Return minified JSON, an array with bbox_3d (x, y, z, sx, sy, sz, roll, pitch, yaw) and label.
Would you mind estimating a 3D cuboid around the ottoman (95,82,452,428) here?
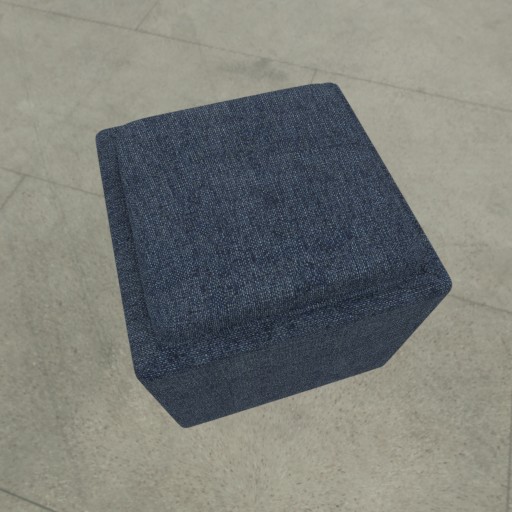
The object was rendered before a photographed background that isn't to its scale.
[{"bbox_3d":[0.000,0.000,0.834,0.450,0.460,0.450,-15,61,-8],"label":"ottoman"}]
